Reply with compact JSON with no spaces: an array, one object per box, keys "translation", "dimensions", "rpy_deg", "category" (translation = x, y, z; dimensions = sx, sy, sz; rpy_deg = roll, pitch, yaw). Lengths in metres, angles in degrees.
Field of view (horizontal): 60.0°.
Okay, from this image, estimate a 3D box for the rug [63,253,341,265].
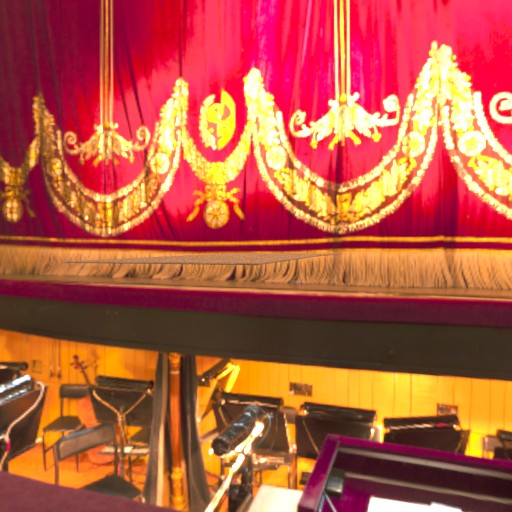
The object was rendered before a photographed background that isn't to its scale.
[{"translation":[0.000,0.000,2.637],"dimensions":[0.741,0.014,2.390],"rpy_deg":[0,1,17],"category":"rug"}]
